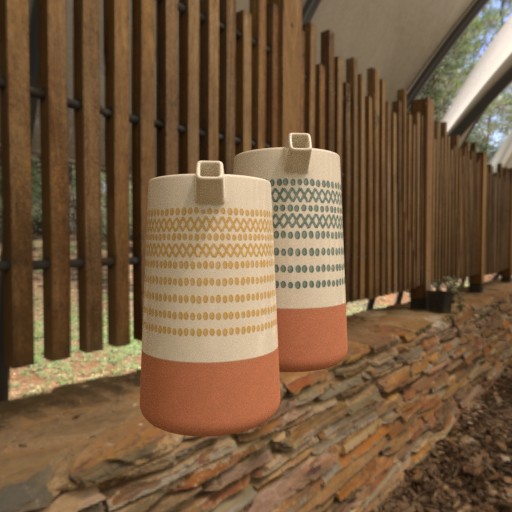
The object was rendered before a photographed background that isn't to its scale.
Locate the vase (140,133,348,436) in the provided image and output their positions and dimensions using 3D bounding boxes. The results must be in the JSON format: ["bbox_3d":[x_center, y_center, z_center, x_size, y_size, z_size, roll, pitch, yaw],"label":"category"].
[{"bbox_3d":[0.000,0.000,0.461,0.168,0.247,0.326,1,2,35],"label":"vase"}]
